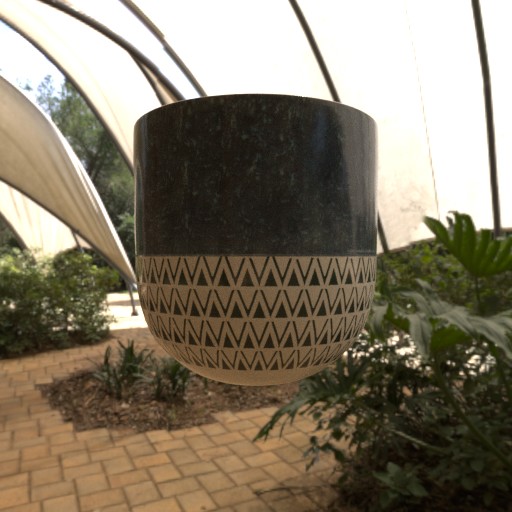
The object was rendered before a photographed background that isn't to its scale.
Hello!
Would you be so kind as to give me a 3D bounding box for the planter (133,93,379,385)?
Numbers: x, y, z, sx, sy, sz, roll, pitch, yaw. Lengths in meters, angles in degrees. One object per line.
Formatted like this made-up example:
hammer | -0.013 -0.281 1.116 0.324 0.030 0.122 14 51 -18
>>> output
planter | 0.000 0.000 0.499 0.266 0.270 0.266 0 0 0
